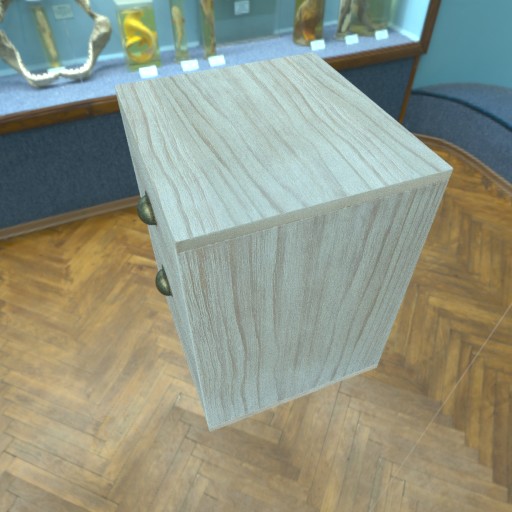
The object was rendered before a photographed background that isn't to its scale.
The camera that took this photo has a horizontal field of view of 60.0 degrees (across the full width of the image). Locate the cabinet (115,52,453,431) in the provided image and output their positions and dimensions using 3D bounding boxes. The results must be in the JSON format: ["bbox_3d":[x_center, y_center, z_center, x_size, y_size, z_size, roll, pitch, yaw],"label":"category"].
[{"bbox_3d":[0.000,0.000,0.876,0.401,0.579,0.409,-16,48,-15],"label":"cabinet"}]
